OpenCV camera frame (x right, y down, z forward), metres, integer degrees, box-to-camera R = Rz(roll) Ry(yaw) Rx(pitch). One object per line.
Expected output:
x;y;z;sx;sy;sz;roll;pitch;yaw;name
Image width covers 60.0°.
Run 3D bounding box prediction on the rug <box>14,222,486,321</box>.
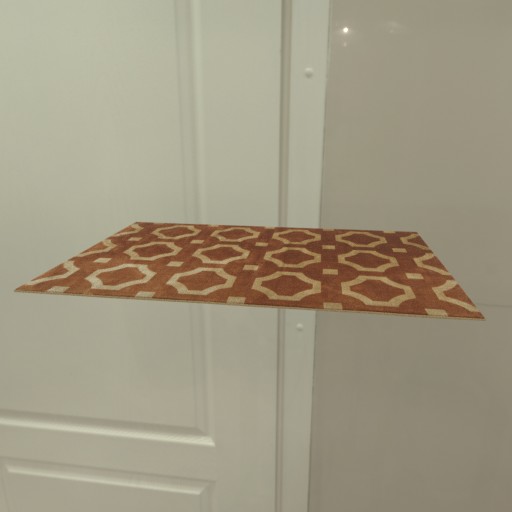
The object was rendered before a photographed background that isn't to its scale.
0.000;0.000;2.845;2.286;0.016;1.555;3;18;8;rug
